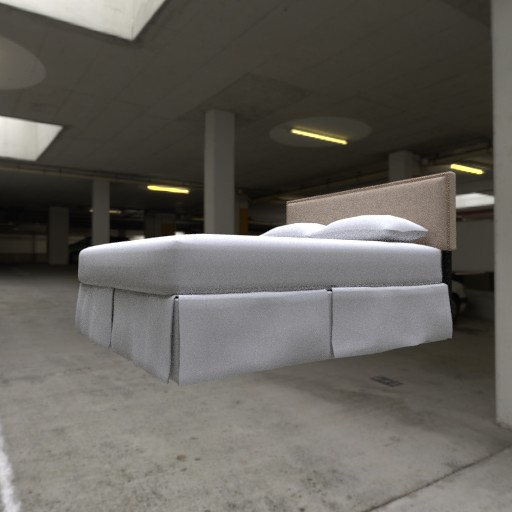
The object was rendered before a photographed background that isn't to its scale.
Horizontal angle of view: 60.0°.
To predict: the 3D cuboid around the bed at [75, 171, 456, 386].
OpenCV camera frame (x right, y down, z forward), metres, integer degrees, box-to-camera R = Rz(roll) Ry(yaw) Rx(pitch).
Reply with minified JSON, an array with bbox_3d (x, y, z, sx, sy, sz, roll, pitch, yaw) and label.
[{"bbox_3d":[0.000,0.000,2.813,1.876,1.016,1.616,1,-1,-35],"label":"bed"}]
